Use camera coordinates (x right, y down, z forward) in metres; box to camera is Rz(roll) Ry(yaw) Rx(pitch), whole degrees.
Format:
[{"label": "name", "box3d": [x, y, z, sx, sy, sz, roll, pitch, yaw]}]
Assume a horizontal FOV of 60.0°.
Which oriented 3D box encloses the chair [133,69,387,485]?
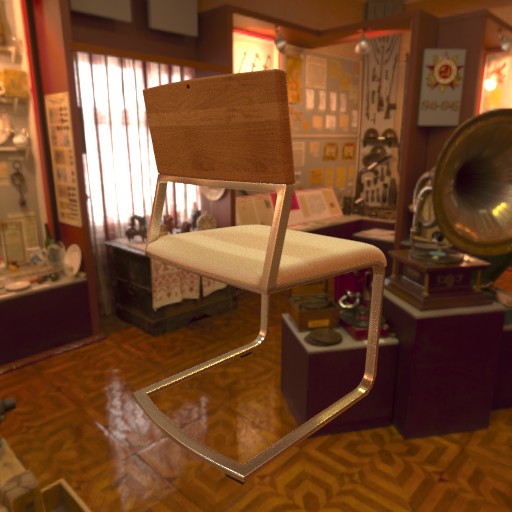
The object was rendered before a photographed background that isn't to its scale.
[{"label": "chair", "box3d": [0.000, 0.000, 1.180, 0.585, 0.844, 0.467, -14, 20, -43]}]
